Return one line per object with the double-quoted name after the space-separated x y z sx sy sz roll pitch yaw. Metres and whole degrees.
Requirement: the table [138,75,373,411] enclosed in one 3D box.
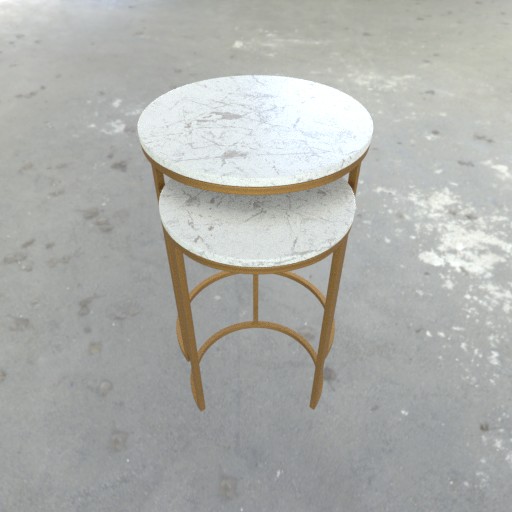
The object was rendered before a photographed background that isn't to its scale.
0.000 0.000 0.910 0.400 0.550 0.507 -1 42 -1 "table"
